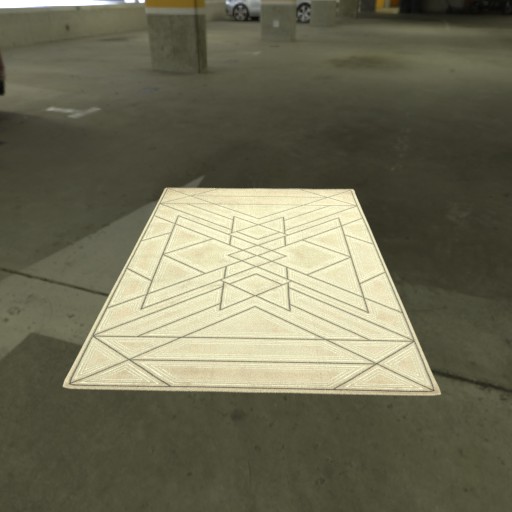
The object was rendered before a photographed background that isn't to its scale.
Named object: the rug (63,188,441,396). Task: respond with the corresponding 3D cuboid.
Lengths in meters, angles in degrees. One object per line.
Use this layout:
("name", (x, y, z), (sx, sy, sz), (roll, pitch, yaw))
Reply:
("rug", (0.000, 0.000, 4.273), (2.436, 0.026, 3.381), (1, 31, 1))
